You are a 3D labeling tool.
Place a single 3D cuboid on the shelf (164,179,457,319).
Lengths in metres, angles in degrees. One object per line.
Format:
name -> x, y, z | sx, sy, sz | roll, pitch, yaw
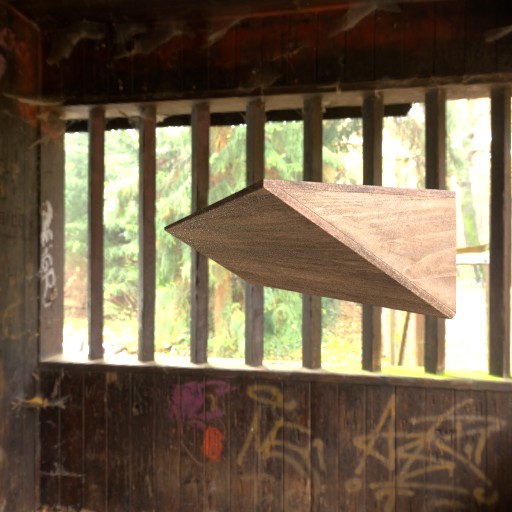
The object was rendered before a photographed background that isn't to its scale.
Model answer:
shelf -> 0.000, 0.000, 0.685 | 0.200, 0.125, 0.610 | 0, 0, -19
